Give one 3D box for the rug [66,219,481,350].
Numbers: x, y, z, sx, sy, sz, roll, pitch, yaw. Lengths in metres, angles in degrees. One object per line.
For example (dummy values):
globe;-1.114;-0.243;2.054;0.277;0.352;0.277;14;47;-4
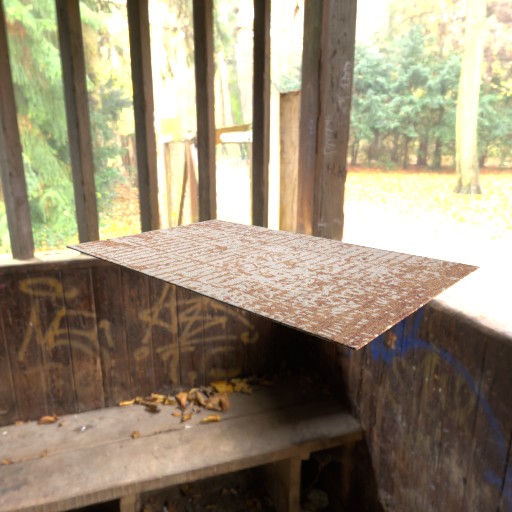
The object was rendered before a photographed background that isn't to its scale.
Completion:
rug;0.000;0.000;3.029;2.435;0.011;1.517;13;20;41
